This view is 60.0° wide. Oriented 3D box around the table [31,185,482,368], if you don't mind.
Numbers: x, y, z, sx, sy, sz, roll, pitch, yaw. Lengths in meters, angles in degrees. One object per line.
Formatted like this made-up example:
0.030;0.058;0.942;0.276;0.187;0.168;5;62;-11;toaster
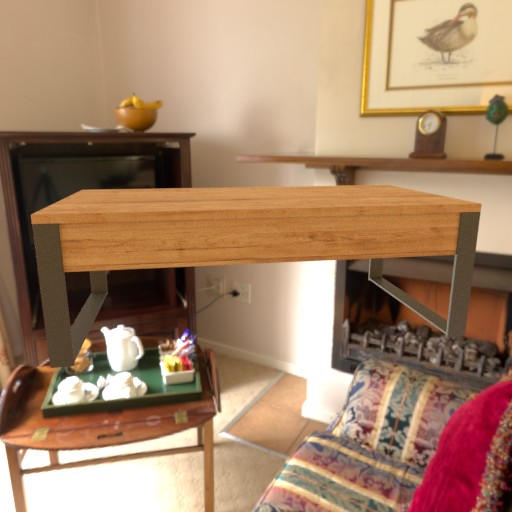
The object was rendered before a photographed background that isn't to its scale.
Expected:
0.000;0.000;1.474;1.180;0.400;0.590;-2;14;-9;table
